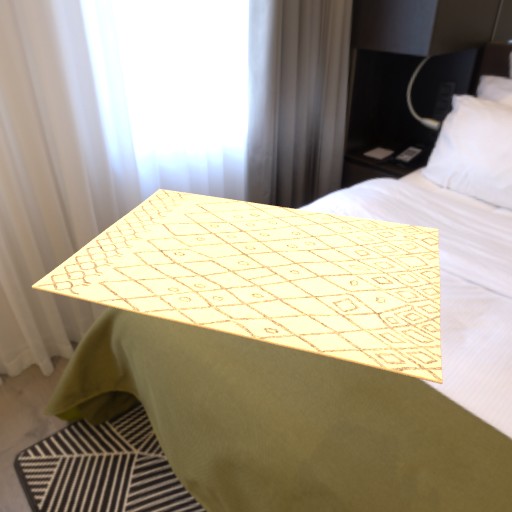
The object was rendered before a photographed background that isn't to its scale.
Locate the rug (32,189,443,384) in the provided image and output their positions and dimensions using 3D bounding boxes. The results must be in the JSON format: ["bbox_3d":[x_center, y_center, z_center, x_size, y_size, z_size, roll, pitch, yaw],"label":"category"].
[{"bbox_3d":[0.000,0.000,2.330,1.828,0.015,1.222,10,33,16],"label":"rug"}]
